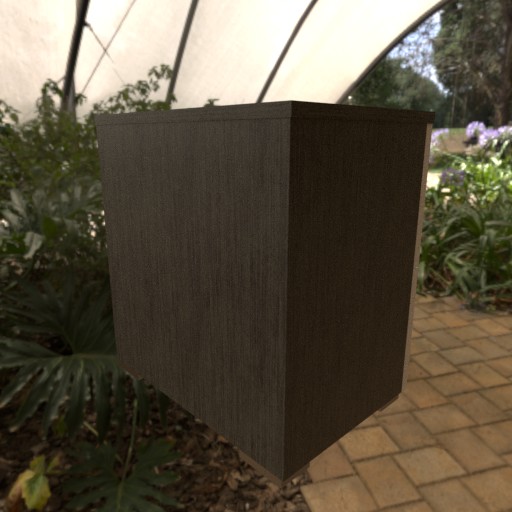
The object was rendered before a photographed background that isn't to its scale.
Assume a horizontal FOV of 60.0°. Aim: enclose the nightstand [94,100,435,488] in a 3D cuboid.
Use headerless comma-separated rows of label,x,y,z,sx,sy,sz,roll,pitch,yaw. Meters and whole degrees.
nightstand,0.000,0.000,0.753,0.325,0.460,0.441,-14,20,-42
